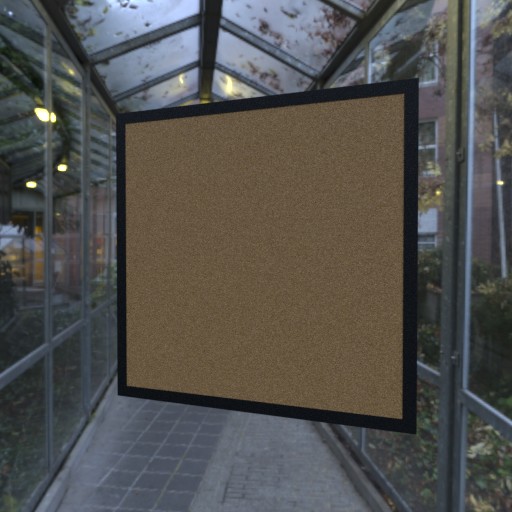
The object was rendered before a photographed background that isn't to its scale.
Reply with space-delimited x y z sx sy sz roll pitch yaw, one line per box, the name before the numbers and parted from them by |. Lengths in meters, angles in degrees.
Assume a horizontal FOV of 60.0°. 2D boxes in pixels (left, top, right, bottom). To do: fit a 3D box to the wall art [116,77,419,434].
wall art | 0.000 0.000 0.445 0.305 0.304 0.038 0 1 19
